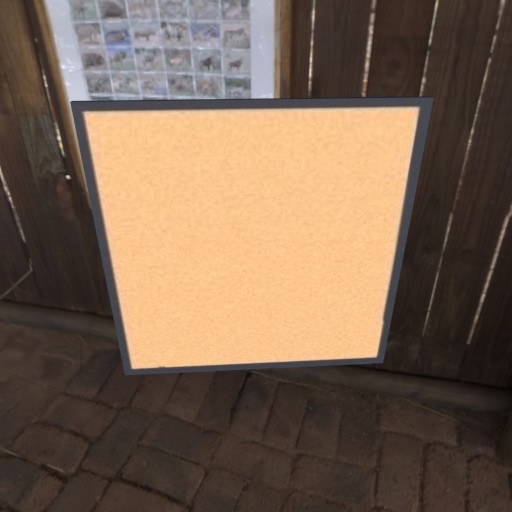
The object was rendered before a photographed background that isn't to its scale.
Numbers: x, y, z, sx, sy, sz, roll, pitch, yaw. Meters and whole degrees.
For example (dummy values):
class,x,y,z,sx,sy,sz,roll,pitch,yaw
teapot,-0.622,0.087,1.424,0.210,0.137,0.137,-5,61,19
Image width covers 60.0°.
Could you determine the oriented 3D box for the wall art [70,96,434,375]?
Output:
class,x,y,z,sx,sy,sz,roll,pitch,yaw
wall art,0.000,0.000,1.213,0.823,0.823,0.013,-2,30,-3
